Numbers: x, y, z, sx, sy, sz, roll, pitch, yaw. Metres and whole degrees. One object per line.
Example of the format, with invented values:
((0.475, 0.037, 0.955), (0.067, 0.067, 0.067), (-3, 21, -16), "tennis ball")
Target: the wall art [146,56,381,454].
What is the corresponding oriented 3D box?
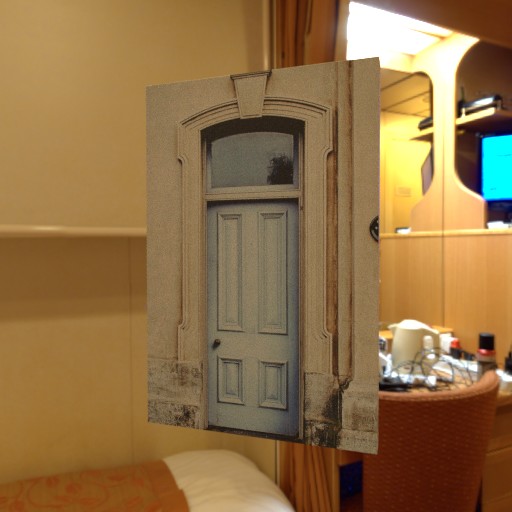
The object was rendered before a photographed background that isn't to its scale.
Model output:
((0.000, 0.000, 0.755), (0.403, 0.607, 0.036), (0, 1, 18), "wall art")
